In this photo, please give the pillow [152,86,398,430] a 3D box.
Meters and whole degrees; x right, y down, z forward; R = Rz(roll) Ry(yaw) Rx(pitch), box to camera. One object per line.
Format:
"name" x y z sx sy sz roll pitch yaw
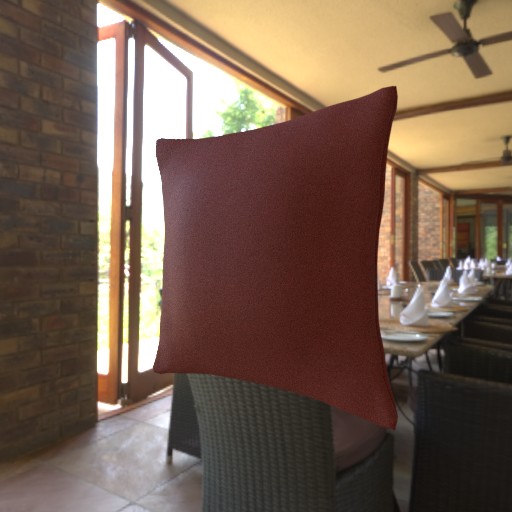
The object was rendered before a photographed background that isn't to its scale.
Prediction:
"pillow" 0.000 0.000 0.666 0.435 0.416 0.151 0 0 36
